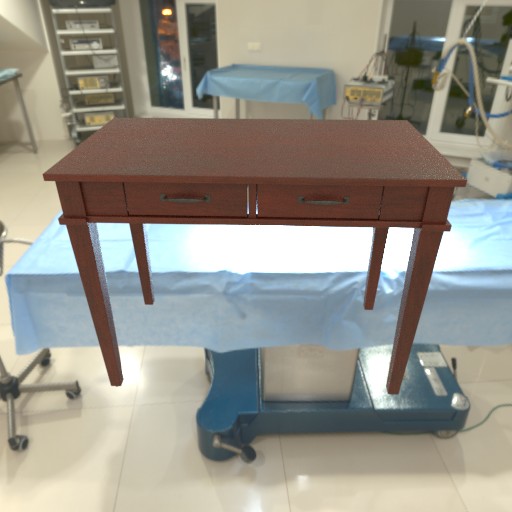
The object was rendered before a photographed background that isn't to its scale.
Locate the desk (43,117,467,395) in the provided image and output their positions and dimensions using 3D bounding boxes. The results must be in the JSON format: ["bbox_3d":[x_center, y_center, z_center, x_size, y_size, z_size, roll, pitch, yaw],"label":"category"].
[{"bbox_3d":[0.000,0.000,1.472,1.001,0.762,0.549,1,31,2],"label":"desk"}]
